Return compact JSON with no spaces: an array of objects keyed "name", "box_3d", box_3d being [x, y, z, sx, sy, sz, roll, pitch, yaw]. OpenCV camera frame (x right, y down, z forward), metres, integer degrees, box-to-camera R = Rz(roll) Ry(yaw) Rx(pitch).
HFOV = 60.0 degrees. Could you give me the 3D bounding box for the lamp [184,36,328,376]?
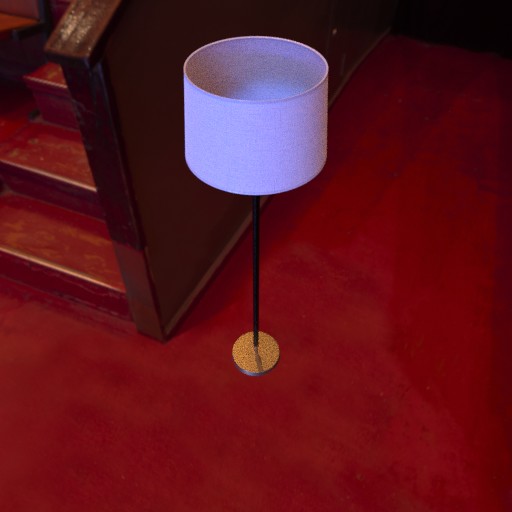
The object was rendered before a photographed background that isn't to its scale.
[{"name":"lamp","box_3d":[0.000,0.000,1.669,0.420,1.447,0.420,0,47,0]}]
